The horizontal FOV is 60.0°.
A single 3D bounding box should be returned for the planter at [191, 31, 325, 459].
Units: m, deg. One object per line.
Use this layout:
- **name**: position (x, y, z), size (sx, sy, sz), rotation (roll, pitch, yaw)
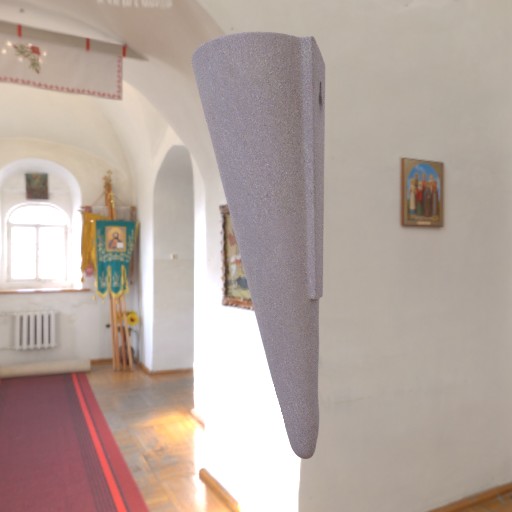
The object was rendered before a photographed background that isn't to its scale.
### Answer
- **planter**: position (0.000, 0.000, 0.294), size (0.087, 0.259, 0.078), rotation (0, 0, 18)
